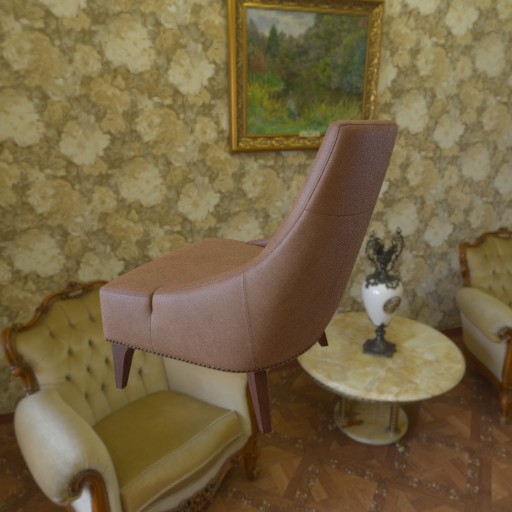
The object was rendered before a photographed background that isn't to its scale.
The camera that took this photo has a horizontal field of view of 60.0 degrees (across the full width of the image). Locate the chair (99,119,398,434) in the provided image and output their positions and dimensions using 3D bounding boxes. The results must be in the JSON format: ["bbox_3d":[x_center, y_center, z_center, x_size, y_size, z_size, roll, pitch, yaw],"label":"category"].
[{"bbox_3d":[0.000,0.000,1.547,0.861,0.909,0.701,8,19,24],"label":"chair"}]
